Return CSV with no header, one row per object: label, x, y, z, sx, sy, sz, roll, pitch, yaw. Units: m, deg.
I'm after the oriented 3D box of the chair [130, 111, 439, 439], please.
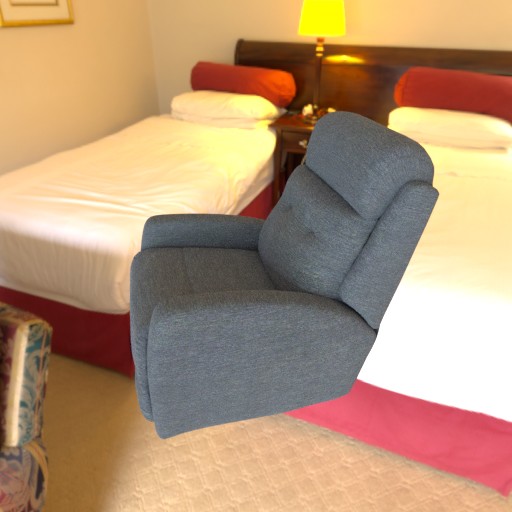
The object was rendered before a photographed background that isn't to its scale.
chair,0.000,0.000,1.747,1.043,1.013,0.798,-7,31,-13
